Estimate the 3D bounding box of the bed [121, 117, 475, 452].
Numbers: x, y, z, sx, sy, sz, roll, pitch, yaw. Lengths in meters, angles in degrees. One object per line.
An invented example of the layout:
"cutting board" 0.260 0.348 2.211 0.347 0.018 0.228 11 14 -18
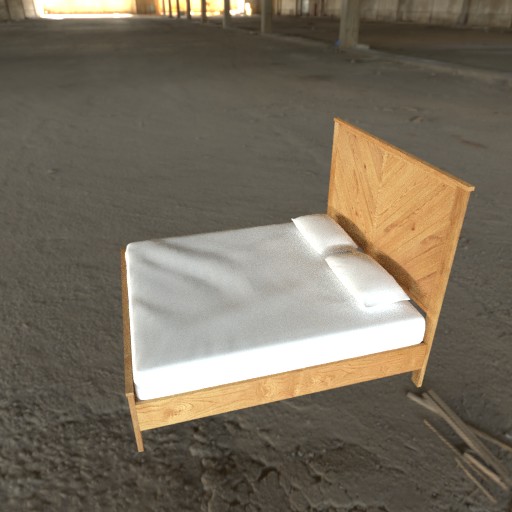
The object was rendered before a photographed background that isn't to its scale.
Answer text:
"bed" 0.000 0.000 3.643 2.201 1.686 1.936 -8 31 -14
